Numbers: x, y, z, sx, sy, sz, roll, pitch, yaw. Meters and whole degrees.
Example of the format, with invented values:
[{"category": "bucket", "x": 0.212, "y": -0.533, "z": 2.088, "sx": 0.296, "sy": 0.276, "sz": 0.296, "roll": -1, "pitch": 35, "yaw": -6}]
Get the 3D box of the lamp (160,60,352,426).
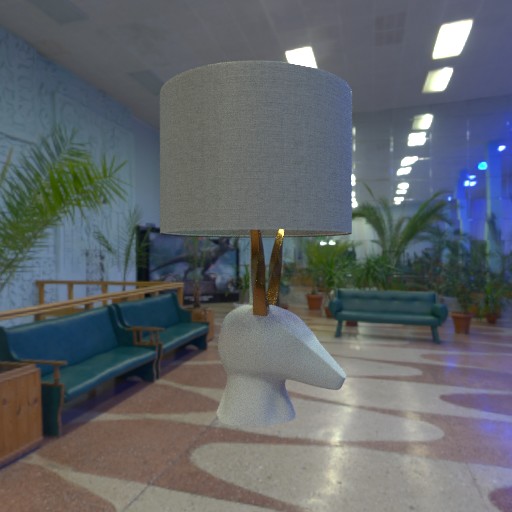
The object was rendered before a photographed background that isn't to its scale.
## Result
[{"category": "lamp", "x": 0.000, "y": 0.000, "z": 0.706, "sx": 0.298, "sy": 0.503, "sz": 0.298, "roll": 0, "pitch": 0, "yaw": 18}]
